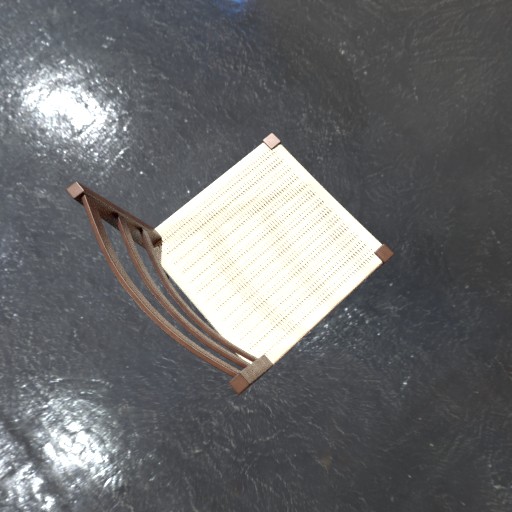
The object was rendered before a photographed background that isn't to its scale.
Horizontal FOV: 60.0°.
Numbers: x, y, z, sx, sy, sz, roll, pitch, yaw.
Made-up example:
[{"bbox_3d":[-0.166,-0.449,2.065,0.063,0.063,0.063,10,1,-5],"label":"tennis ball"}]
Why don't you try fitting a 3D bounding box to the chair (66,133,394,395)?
[{"bbox_3d":[0.000,0.000,1.170,0.551,0.813,0.480,-41,79,-10],"label":"chair"}]
